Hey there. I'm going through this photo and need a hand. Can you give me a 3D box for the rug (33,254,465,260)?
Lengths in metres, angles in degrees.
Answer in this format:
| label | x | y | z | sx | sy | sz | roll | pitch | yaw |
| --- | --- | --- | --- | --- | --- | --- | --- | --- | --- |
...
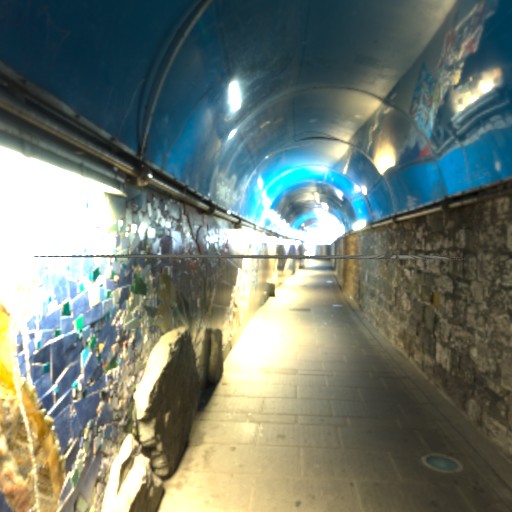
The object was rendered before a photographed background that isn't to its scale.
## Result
| label | x | y | z | sx | sy | sz | roll | pitch | yaw |
| --- | --- | --- | --- | --- | --- | --- | --- | --- | --- |
| rug | 0.000 | 0.000 | 2.592 | 2.096 | 0.011 | 1.229 | 0 | 1 | 18 |
